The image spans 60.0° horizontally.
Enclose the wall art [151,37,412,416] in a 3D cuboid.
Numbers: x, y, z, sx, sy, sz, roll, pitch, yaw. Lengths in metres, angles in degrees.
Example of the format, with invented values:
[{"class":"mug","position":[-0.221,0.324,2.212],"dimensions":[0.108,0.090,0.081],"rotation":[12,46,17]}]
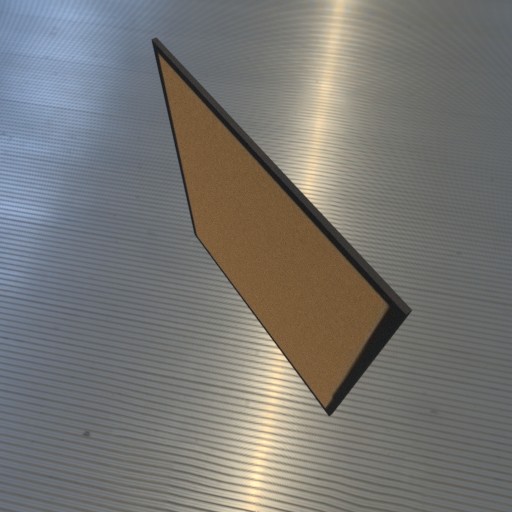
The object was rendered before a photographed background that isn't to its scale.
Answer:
[{"class":"wall art","position":[0.000,0.000,1.203],"dimensions":[0.013,0.823,0.823],"rotation":[-31,65,-17]}]
